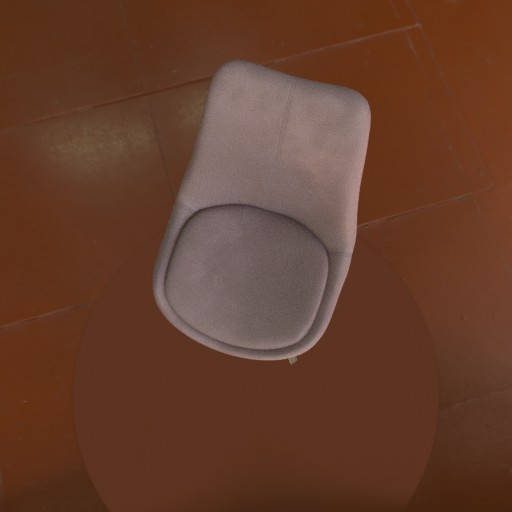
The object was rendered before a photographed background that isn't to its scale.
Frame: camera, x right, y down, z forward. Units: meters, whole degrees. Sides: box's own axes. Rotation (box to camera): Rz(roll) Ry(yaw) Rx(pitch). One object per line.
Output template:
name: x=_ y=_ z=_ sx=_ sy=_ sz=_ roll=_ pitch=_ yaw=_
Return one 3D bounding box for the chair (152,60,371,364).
chair: x=0.000 y=0.000 z=1.216 sx=0.483 sy=0.865 sz=0.547 roll=17 pitch=76 yaw=5
